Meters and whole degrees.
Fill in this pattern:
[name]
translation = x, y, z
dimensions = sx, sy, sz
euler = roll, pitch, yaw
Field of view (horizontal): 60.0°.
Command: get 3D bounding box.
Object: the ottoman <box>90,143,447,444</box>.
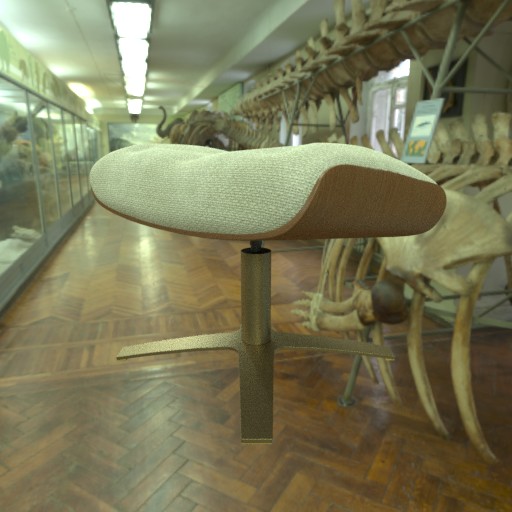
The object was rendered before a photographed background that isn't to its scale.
[ottoman]
translation = 0.000, 0.000, 0.795
dimensions = 0.520, 0.391, 0.394
euler = 13, 19, 43
